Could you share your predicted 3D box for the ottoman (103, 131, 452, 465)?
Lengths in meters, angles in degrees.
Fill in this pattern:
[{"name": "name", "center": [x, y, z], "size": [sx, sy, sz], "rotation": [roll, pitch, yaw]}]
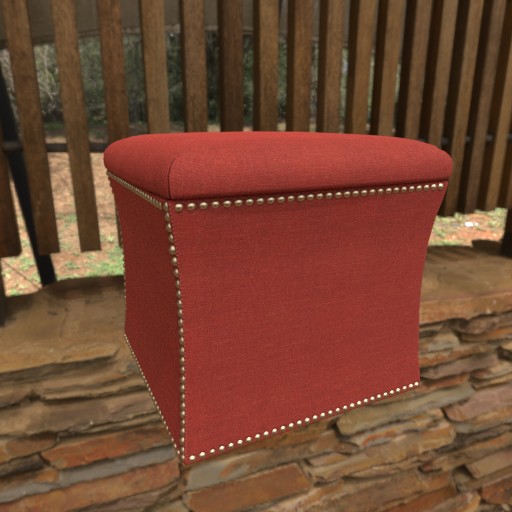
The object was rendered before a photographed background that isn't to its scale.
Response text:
[{"name": "ottoman", "center": [0.000, 0.000, 0.878], "size": [0.497, 0.475, 0.507], "rotation": [-8, 18, -25]}]
